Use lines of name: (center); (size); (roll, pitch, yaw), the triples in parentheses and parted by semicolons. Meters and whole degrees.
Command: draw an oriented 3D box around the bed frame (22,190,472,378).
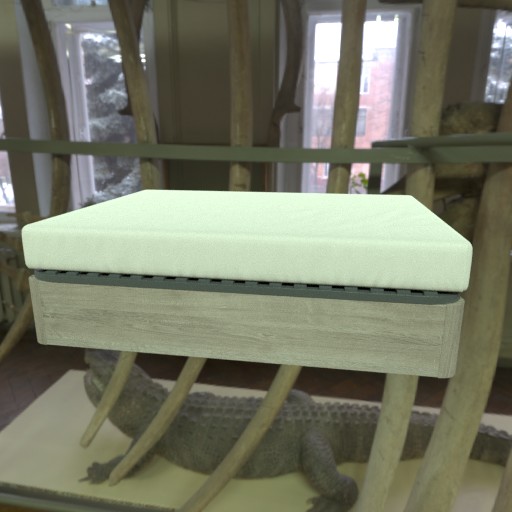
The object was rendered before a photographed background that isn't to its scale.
bed frame: (0.000, 0.000, 2.514); (1.900, 0.561, 1.400); (3, 16, 9)
